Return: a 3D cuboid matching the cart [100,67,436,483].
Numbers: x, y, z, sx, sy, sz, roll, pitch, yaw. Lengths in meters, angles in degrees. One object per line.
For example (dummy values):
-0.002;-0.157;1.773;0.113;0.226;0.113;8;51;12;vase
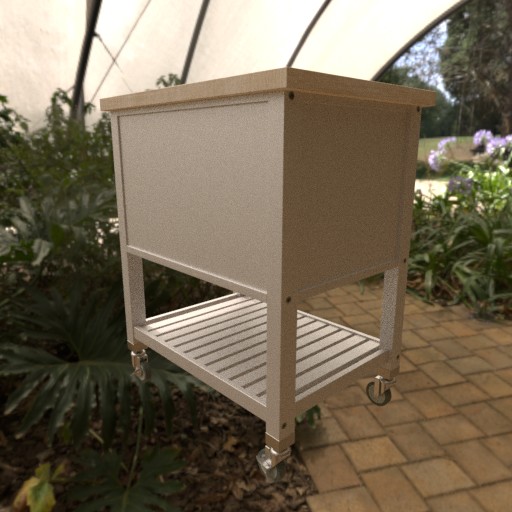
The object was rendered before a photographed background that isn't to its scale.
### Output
0.000;0.000;1.336;0.559;0.914;0.762;-13;19;-41;cart
